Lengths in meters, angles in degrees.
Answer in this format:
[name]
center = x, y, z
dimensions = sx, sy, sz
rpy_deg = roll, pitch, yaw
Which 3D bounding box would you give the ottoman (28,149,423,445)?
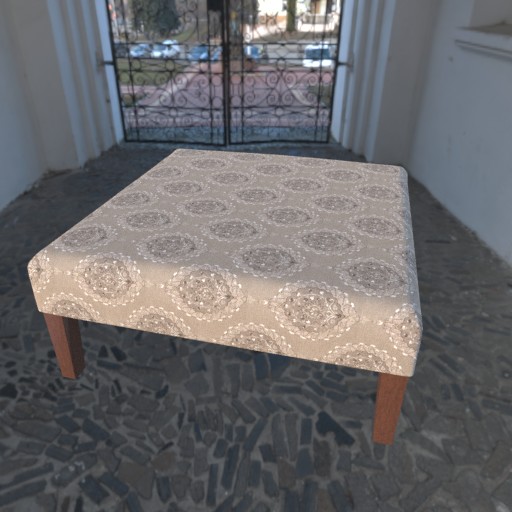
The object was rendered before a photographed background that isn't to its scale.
[ottoman]
center = 0.000, 0.000, 1.379
dimensions = 0.890, 0.411, 0.889
rpy_deg = 7, 31, 12
